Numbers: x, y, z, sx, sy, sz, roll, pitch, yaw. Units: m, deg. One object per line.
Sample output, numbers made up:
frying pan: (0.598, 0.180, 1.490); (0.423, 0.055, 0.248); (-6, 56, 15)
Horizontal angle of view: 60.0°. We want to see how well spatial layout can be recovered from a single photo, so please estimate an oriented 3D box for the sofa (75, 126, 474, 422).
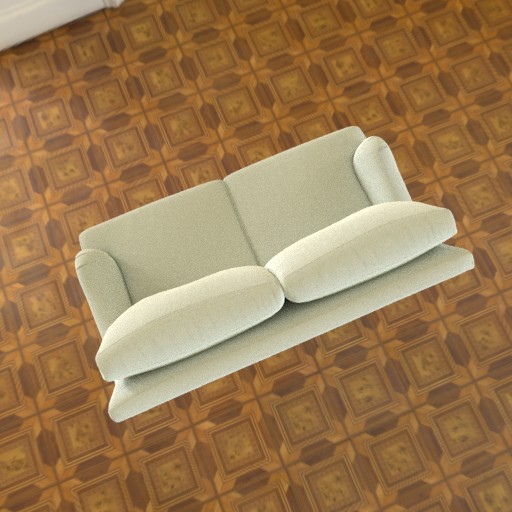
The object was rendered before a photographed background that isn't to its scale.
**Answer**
sofa: (0.000, 0.000, 2.515); (1.853, 1.101, 1.084); (-22, 78, -5)
